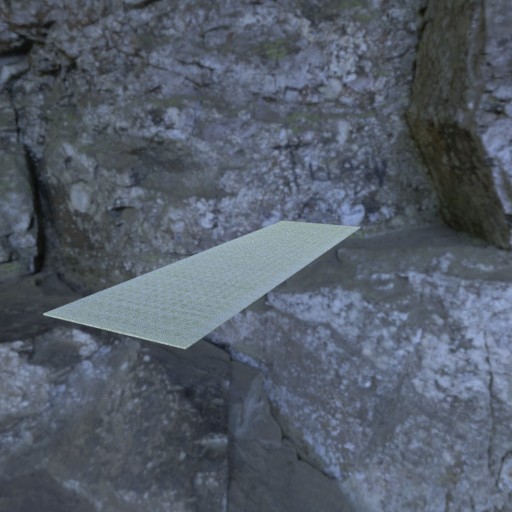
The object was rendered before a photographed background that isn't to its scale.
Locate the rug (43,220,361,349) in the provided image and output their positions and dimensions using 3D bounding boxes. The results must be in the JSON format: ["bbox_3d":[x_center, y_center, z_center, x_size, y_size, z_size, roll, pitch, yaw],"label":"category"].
[{"bbox_3d":[0.000,0.000,2.677,0.686,0.006,2.437,7,16,25],"label":"rug"}]
